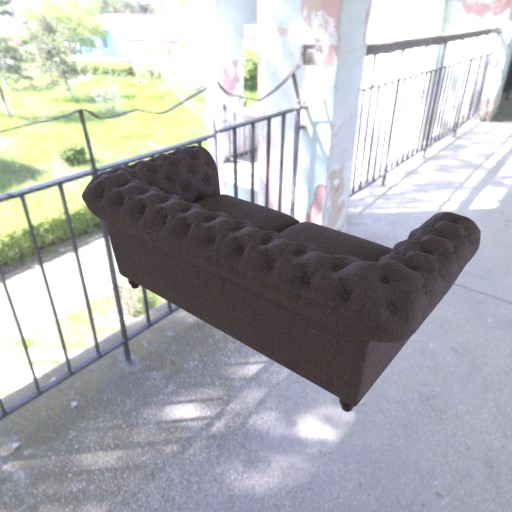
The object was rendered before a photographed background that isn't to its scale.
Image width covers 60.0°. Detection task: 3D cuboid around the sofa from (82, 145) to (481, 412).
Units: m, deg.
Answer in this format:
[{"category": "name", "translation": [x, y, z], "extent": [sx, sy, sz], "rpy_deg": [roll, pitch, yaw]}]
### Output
[{"category": "sofa", "translation": [0.000, 0.000, 2.492], "extent": [2.048, 0.780, 0.944], "rpy_deg": [22, 37, 33]}]
